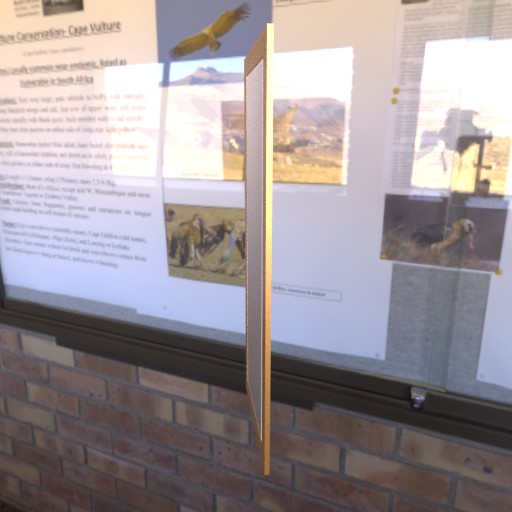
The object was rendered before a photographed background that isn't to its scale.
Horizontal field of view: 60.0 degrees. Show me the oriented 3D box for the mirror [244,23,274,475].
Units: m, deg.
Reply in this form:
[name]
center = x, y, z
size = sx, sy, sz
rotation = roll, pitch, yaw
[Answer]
[mirror]
center = 0.000, 0.000, 2.325
size = 0.025, 2.031, 0.812
rotation = -2, 15, -7
